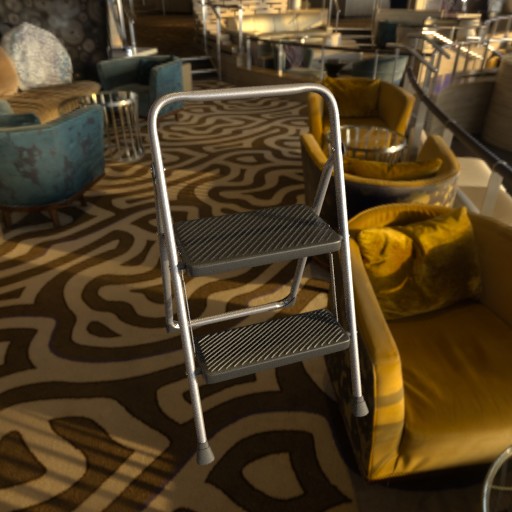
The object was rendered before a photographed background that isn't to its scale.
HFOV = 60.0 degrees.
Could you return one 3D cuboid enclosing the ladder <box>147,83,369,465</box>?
[{"bbox_3d":[0.000,0.000,1.025,0.430,0.720,0.472,-10,33,-16],"label":"ladder"}]
